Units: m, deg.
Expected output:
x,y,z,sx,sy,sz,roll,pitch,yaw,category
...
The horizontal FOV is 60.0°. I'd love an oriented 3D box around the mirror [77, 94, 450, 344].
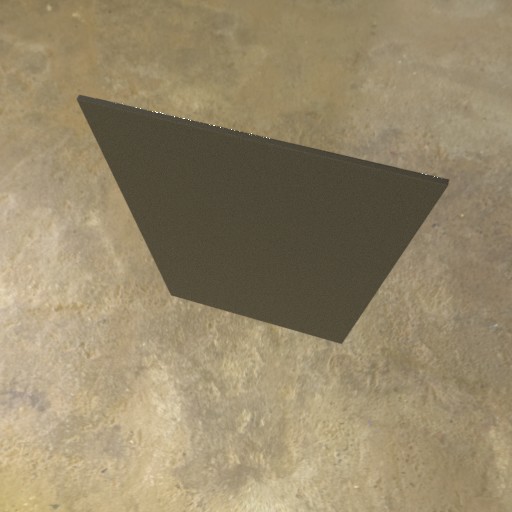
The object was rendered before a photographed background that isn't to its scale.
x,y,z,sx,sy,sz,roll,pitch,yaw,category
0.000,0.000,1.119,0.613,0.914,0.039,15,65,7,mirror
